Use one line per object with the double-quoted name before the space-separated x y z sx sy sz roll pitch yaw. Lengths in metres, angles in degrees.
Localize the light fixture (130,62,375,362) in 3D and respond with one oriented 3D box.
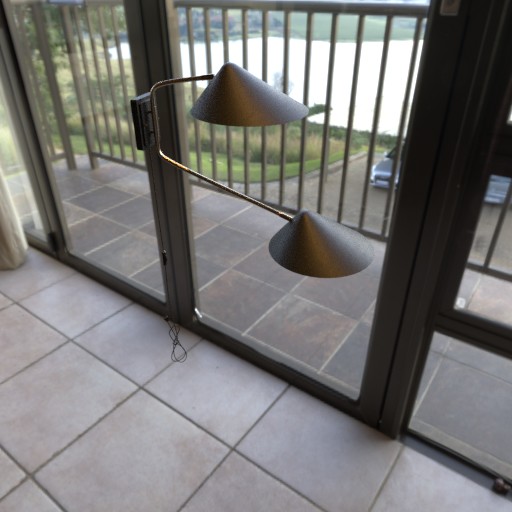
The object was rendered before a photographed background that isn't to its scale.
"light fixture" 0.000 0.000 0.827 0.422 0.665 0.189 9 33 15
